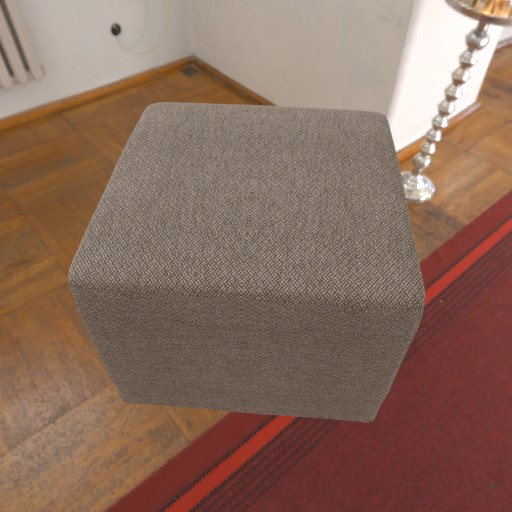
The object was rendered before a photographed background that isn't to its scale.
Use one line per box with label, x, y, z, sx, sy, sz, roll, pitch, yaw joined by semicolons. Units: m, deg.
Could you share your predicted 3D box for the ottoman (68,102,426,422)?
ottoman;0.000;0.000;0.913;0.519;0.453;0.512;3;48;3
